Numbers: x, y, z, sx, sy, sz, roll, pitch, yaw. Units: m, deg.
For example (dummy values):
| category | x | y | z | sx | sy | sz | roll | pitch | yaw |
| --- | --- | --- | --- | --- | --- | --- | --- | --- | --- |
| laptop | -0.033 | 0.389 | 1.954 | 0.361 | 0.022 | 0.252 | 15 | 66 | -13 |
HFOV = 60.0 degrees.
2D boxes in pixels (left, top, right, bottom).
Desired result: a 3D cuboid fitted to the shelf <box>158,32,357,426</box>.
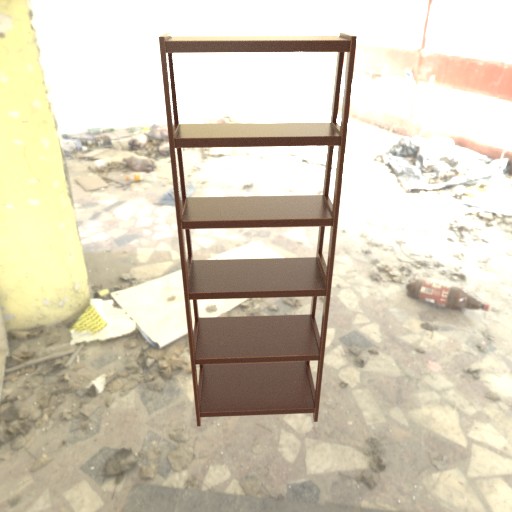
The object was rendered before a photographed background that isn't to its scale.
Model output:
| category | x | y | z | sx | sy | sz | roll | pitch | yaw |
| --- | --- | --- | --- | --- | --- | --- | --- | --- | --- |
| shelf | 0.000 | 0.000 | 2.098 | 0.660 | 1.892 | 0.381 | -1 | 30 | -2 |
